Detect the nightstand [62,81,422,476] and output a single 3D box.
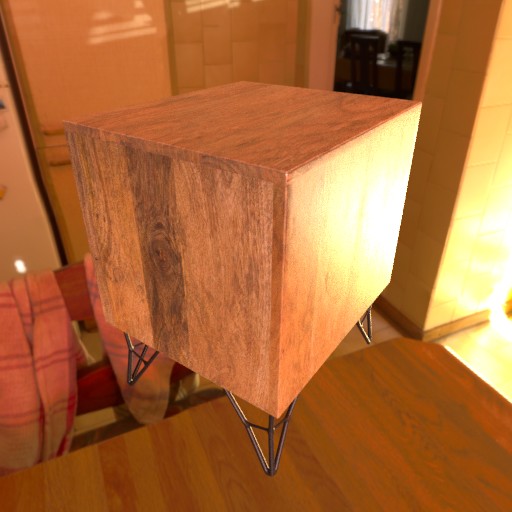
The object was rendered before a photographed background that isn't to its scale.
[{"bbox_3d":[0.000,0.000,0.873,0.406,0.559,0.457,20,35,30],"label":"nightstand"}]
